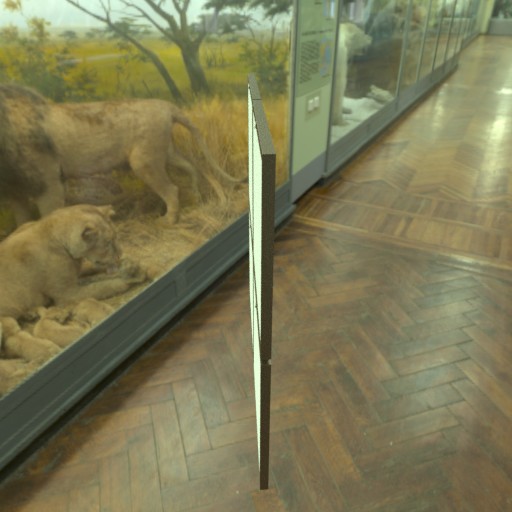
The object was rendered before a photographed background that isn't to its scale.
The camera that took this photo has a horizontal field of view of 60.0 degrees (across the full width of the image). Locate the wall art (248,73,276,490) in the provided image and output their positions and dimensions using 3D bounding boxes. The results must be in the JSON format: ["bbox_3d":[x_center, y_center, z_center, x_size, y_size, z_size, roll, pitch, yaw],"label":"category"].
[{"bbox_3d":[0.000,0.000,1.523,0.030,1.032,1.032,-1,30,-2],"label":"wall art"}]
